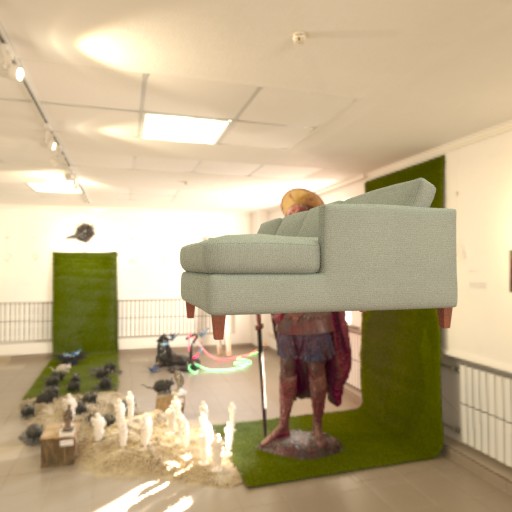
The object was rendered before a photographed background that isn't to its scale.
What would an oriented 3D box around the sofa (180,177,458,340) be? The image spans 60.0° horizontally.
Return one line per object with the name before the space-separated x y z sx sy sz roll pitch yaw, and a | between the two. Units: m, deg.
sofa | 0.000 0.000 4.141 1.604 0.950 3.471 0 -1 -17
